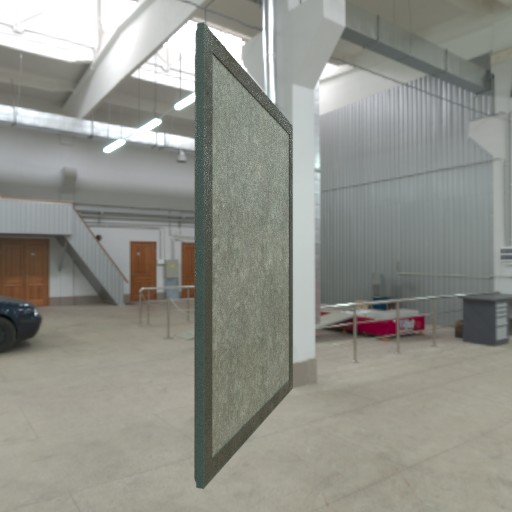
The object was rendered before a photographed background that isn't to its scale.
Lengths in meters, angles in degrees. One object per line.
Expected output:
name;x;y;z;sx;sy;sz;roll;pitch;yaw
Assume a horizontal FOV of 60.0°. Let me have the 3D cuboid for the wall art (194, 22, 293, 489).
wall art;0.000;0.000;1.301;0.030;0.983;0.767;0;0;19
